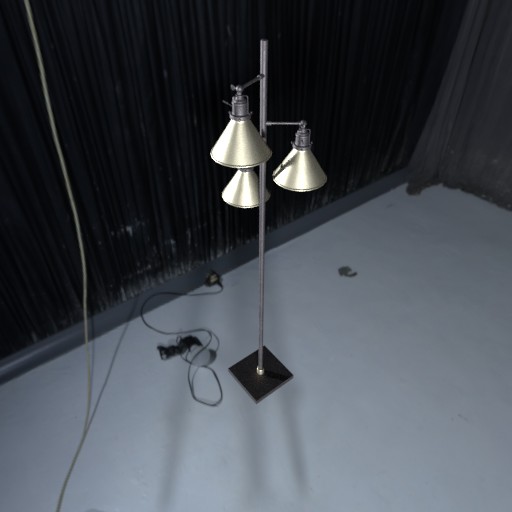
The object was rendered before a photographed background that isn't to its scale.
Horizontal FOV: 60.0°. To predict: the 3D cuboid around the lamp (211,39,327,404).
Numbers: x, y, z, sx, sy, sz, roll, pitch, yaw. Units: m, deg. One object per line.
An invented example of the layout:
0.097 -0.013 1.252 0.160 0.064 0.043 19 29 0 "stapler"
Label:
0.000 0.000 1.879 0.428 1.716 0.415 -27 48 -28 "lamp"
